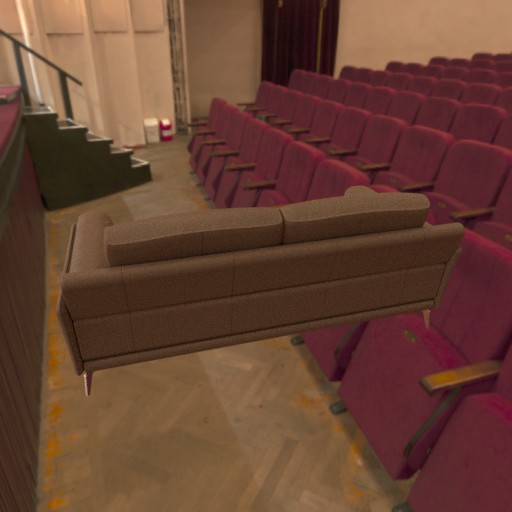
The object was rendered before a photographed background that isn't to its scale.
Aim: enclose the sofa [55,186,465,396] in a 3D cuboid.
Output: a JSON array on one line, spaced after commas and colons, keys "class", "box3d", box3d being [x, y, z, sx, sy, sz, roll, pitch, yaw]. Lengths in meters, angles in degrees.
[{"class": "sofa", "box3d": [0.000, 0.000, 2.640, 2.101, 0.930, 1.049, -8, 28, -15]}]
